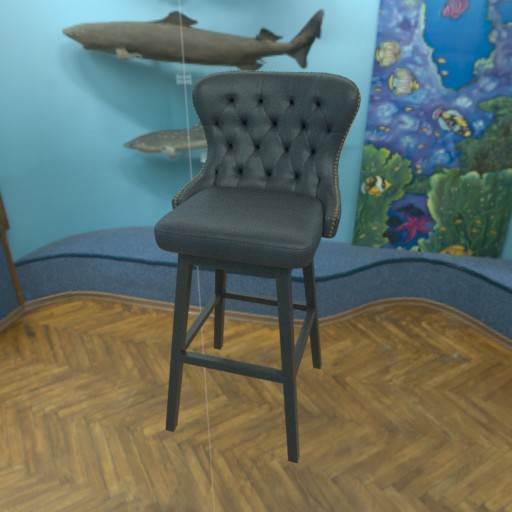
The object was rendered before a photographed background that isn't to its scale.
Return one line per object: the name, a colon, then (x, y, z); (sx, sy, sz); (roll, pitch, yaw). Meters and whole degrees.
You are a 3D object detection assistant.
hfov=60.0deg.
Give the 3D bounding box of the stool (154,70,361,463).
stool: (0.000, 0.000, 1.411); (0.528, 1.050, 0.601); (8, 28, 15)
